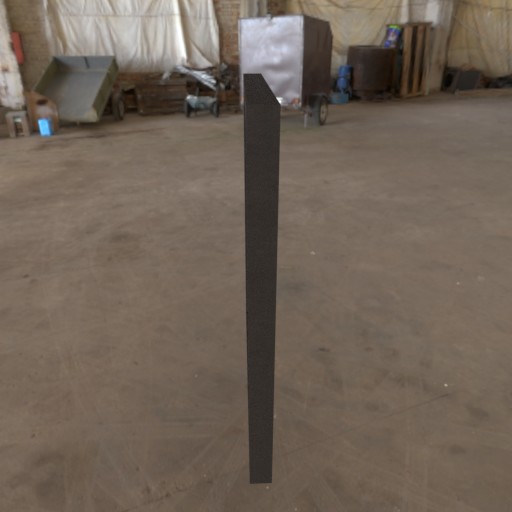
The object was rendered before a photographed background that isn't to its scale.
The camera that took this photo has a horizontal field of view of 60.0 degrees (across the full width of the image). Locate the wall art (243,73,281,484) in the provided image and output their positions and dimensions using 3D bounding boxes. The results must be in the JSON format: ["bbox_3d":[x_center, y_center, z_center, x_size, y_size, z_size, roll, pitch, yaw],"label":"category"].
[{"bbox_3d":[0.000,0.000,0.761,0.034,0.552,0.455,-1,26,-2],"label":"wall art"}]
